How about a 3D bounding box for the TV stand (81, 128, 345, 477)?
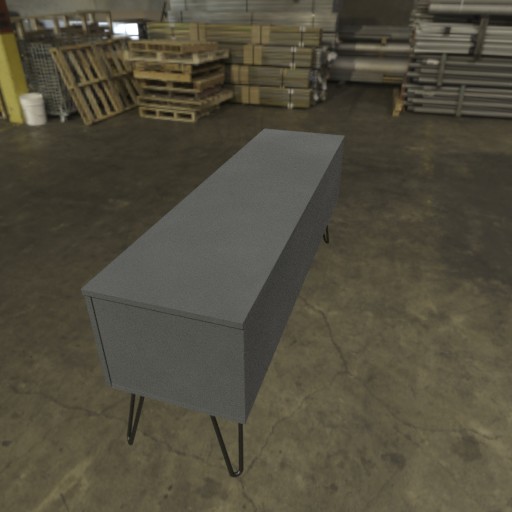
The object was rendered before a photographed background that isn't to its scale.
[{"bbox_3d":[0.000,0.000,1.659,0.400,0.560,1.400,10,32,15],"label":"TV stand"}]
